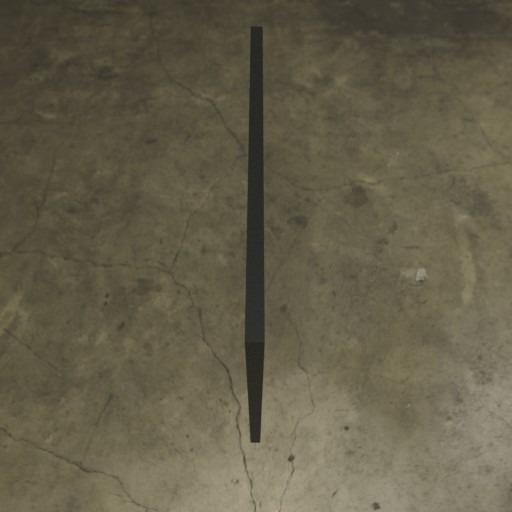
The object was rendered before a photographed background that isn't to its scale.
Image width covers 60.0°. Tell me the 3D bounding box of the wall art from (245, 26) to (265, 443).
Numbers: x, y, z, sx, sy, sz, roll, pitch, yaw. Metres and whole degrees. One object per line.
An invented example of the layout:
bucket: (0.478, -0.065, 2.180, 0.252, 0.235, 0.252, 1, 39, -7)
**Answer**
wall art: (0.000, 0.000, 0.528, 0.013, 0.356, 0.356, 0, 57, 0)
